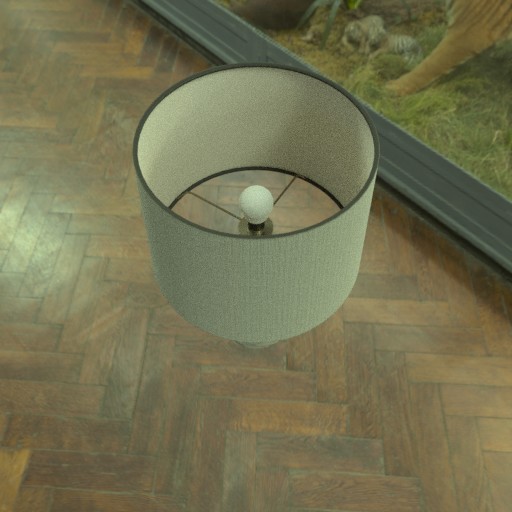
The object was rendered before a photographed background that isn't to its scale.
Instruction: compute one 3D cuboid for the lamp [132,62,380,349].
[{"bbox_3d":[0.000,0.000,0.839,0.376,0.594,0.376,0,58,0],"label":"lamp"}]
